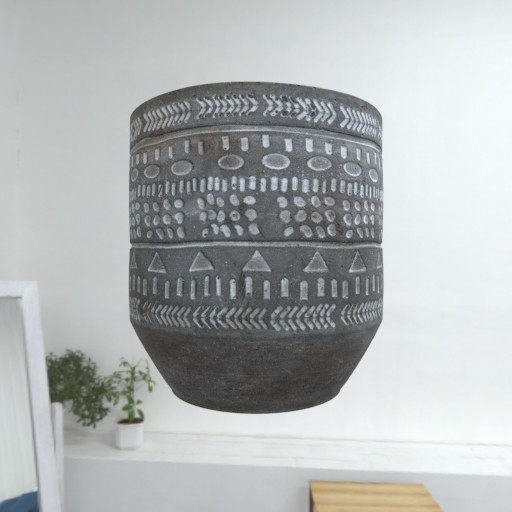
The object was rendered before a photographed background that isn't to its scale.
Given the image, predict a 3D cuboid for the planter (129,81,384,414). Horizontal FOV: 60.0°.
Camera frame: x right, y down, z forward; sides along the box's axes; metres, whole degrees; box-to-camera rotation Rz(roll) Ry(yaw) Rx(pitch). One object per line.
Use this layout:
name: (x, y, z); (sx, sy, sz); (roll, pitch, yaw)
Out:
planter: (0.000, 0.000, 0.257); (0.142, 0.149, 0.142); (0, 0, 0)
